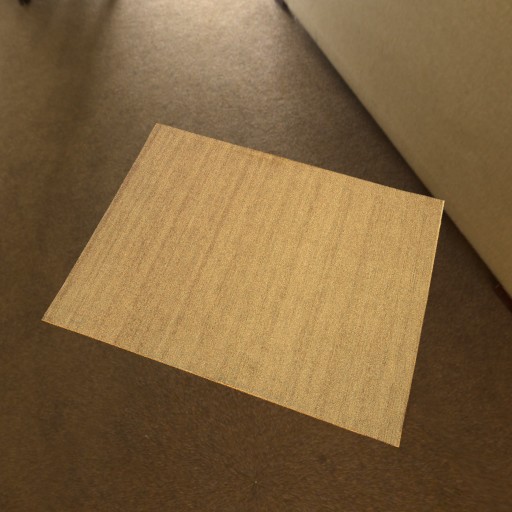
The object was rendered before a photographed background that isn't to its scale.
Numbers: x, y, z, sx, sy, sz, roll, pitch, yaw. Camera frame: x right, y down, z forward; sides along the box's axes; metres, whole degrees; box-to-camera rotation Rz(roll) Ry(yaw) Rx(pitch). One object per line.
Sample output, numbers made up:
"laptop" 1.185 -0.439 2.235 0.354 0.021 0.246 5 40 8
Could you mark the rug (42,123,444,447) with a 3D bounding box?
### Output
"rug" 0.000 0.000 4.191 3.202 0.045 2.434 17 64 9
